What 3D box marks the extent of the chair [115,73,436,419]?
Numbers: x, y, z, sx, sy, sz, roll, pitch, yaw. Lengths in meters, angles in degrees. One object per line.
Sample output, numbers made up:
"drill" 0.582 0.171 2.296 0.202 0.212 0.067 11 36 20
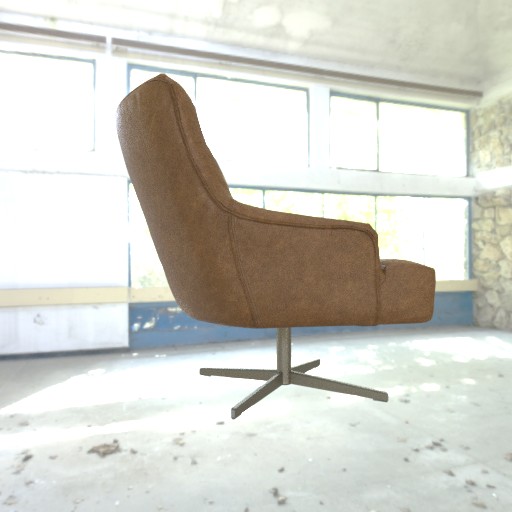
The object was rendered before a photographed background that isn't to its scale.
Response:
"chair" 0.000 0.000 1.442 0.874 0.869 0.729 0 0 -17
